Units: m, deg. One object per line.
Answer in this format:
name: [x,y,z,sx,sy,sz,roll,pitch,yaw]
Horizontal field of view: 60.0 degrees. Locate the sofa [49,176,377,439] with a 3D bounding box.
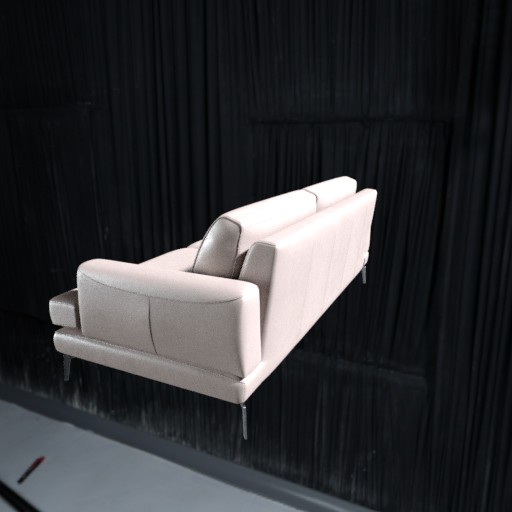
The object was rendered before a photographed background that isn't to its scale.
sofa: [0.000,0.000,2.434,0.974,0.765,1.940,7,17,25]
